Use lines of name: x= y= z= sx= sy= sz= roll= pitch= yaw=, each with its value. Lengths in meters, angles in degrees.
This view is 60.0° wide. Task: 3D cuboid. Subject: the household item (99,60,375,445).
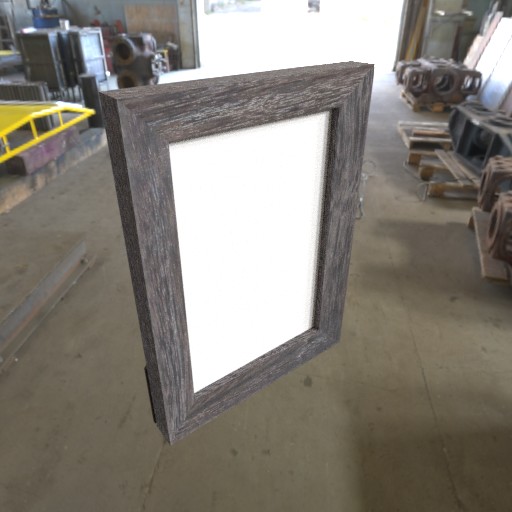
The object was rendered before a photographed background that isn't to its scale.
household item: x=0.000 y=0.000 z=0.235 sx=0.133 sy=0.180 sz=0.020 roll=-22 pitch=37 yaw=-32
